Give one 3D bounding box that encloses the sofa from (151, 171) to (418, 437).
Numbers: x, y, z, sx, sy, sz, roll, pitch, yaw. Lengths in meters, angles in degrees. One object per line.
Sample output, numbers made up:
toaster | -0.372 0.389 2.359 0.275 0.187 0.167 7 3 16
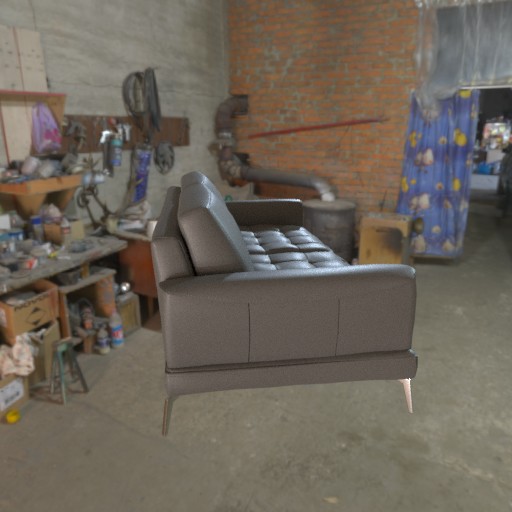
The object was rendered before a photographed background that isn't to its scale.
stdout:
sofa | 0.000 0.000 2.776 1.121 0.930 2.177 -2 16 -8
